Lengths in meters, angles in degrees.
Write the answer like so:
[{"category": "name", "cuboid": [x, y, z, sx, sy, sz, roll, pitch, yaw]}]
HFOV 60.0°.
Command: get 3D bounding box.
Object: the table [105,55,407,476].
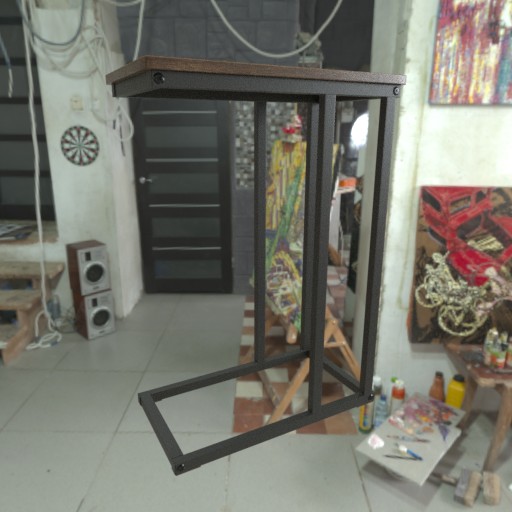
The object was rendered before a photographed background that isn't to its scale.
[{"category": "table", "cuboid": [0.000, 0.000, 0.840, 0.450, 0.637, 0.254, -9, 18, -28]}]
